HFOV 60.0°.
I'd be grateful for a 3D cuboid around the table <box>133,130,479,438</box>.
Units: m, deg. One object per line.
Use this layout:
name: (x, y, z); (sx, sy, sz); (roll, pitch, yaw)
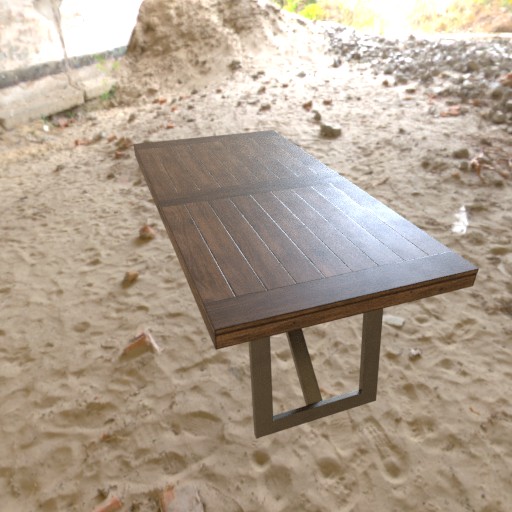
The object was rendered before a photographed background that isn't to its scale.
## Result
table: (0.000, 0.000, 2.317); (0.931, 0.757, 1.867); (-11, 32, -17)
